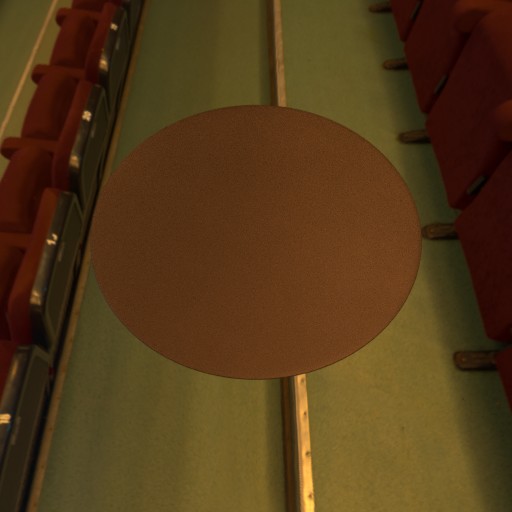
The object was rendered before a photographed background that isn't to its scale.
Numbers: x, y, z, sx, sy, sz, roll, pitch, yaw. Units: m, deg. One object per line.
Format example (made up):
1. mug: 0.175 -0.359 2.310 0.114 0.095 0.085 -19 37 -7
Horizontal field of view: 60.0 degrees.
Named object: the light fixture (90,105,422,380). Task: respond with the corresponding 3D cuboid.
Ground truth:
1. light fixture: 0.000 0.000 0.438 0.280 0.135 0.280 0 59 0
